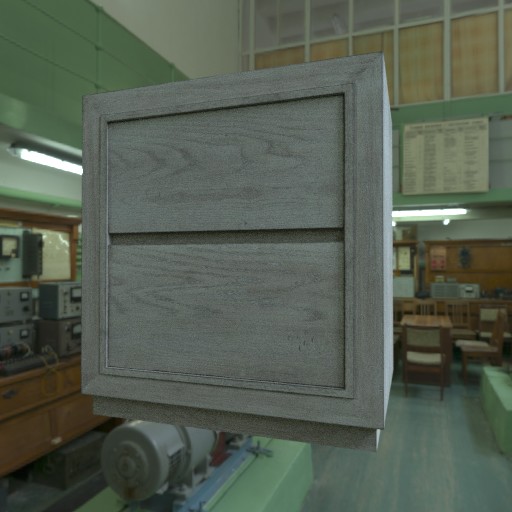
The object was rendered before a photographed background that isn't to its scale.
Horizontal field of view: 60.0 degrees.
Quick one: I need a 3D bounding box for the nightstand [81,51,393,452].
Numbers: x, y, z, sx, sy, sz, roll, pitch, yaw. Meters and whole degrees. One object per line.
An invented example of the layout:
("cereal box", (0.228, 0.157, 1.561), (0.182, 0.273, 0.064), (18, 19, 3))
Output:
("nightstand", (0.000, 0.000, 1.056), (0.612, 0.673, 0.483), (0, -1, 19))
